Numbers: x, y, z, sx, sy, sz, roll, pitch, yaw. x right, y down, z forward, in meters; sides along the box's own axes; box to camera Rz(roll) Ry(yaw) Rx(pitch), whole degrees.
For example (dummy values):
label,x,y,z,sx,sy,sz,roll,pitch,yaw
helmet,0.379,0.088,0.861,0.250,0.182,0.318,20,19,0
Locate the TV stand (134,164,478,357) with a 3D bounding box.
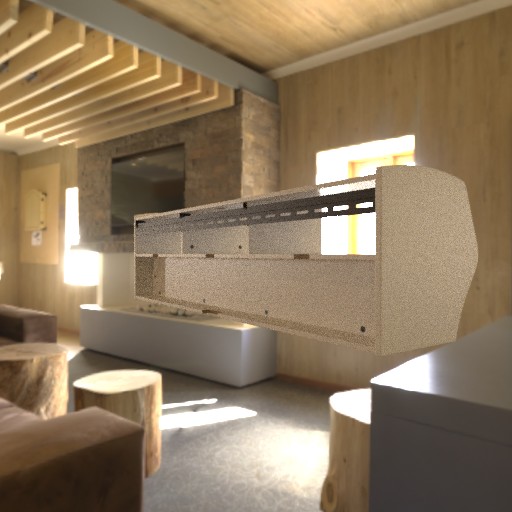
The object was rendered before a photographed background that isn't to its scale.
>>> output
label,x,y,z,sx,sy,sz,roll,pitch,yaw
TV stand,0.000,0.000,1.657,0.397,0.424,1.473,0,0,-35
